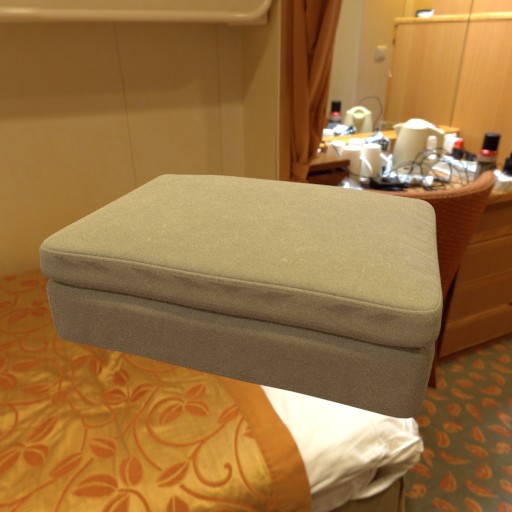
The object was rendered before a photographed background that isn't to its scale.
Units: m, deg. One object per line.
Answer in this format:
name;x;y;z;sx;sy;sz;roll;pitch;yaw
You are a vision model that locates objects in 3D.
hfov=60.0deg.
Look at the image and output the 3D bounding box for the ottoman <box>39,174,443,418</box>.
ottoman;0.000;0.000;1.584;1.199;0.429;0.840;8;28;16
